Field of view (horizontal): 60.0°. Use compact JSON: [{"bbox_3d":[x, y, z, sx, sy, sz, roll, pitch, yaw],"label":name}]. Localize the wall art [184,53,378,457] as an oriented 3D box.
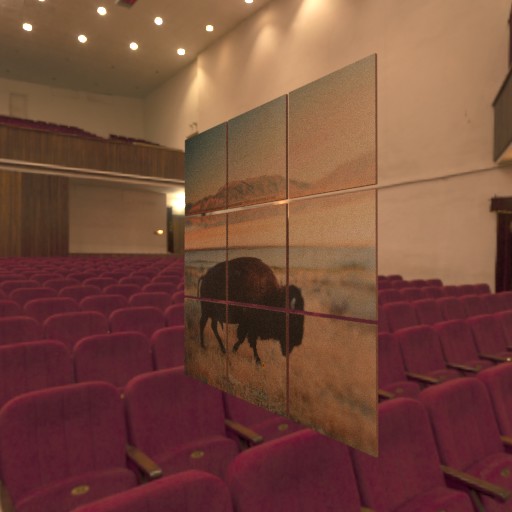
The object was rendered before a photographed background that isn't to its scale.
[{"bbox_3d":[0.000,0.000,2.295,0.019,1.532,1.533,0,-1,-37],"label":"wall art"}]
